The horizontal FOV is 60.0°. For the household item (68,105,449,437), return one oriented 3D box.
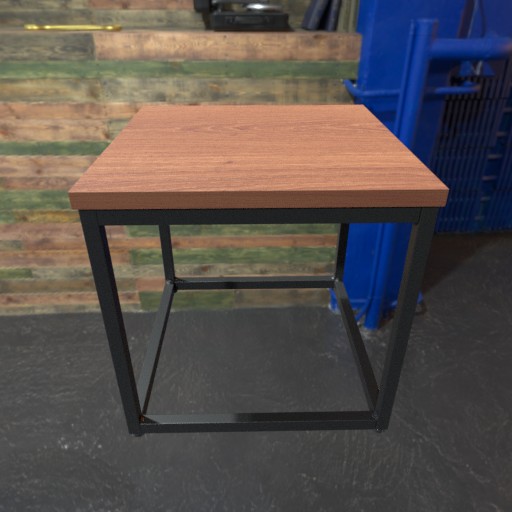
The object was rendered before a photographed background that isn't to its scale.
[{"bbox_3d":[0.000,0.000,0.739,0.400,0.400,0.400,-1,31,-1],"label":"household item"}]
